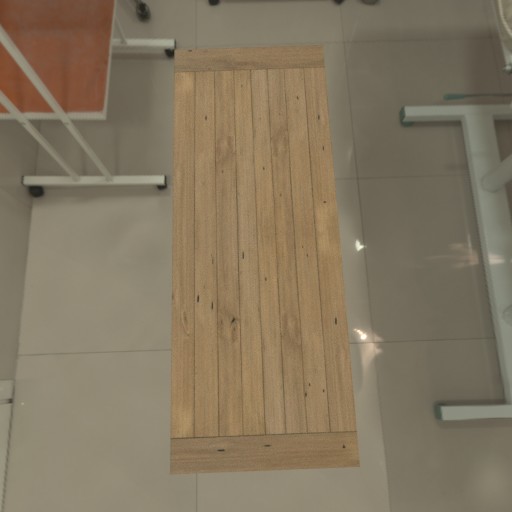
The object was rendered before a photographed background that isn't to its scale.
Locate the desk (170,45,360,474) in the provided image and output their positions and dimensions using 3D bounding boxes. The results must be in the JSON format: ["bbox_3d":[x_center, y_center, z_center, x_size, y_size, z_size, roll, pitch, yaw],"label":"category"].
[{"bbox_3d":[0.000,0.000,2.200,0.688,0.760,1.803,-2,76,-1],"label":"desk"}]
